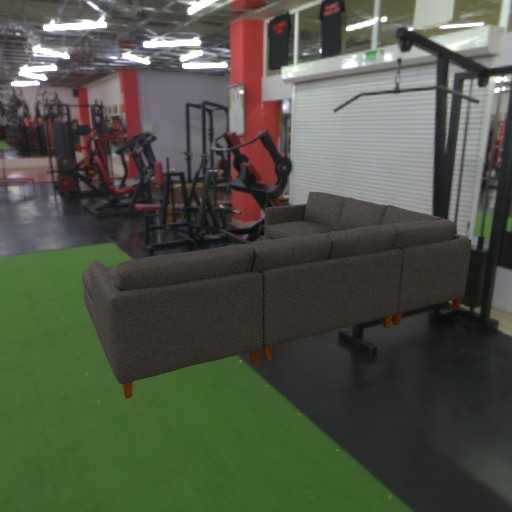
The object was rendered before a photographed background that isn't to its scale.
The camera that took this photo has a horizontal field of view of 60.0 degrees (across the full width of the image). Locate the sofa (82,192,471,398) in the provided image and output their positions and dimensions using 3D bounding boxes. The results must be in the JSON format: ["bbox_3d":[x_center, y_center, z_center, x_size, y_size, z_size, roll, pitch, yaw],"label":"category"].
[{"bbox_3d":[0.000,0.000,4.694,3.460,0.961,2.594,-8,18,-27],"label":"sofa"}]
